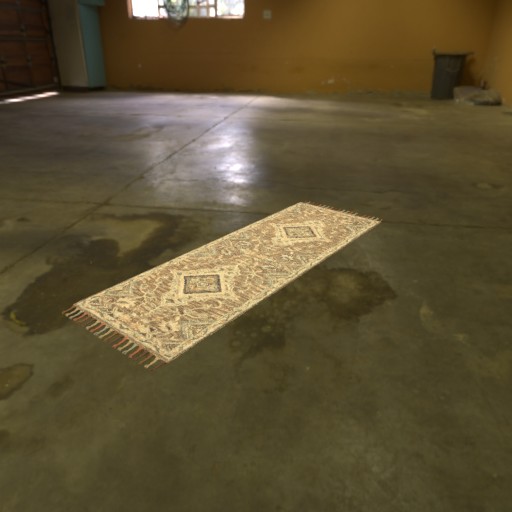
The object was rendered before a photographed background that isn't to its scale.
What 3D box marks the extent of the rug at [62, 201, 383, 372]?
[{"bbox_3d":[0.000,0.000,2.846,2.378,0.018,1.324,-17,30,-31],"label":"rug"}]
